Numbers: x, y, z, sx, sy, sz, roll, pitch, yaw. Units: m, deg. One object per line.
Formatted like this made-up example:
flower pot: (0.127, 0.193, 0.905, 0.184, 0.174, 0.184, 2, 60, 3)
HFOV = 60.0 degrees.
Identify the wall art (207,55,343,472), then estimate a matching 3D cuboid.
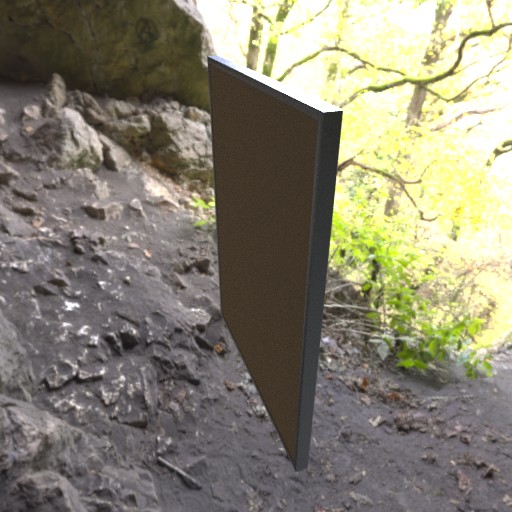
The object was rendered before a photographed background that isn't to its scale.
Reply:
wall art: (0.000, 0.000, 1.391, 0.041, 1.062, 0.803, -11, 33, -17)
